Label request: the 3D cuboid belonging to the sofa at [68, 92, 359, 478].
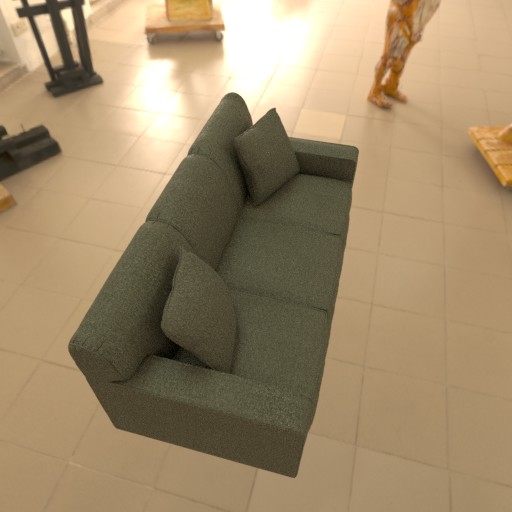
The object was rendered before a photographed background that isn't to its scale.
[{"bbox_3d":[0.000,0.000,2.557,0.997,0.958,2.024,11,48,10],"label":"sofa"}]
